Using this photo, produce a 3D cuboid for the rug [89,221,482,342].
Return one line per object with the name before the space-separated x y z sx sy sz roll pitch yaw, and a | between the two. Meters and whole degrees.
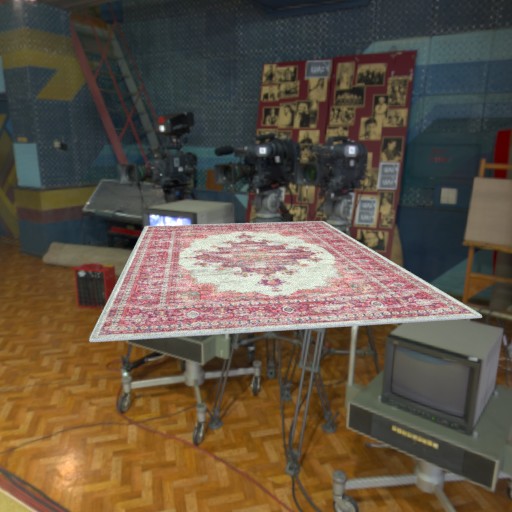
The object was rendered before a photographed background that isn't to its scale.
rug | 0.000 0.000 2.772 1.555 0.011 2.232 -2 15 -8
